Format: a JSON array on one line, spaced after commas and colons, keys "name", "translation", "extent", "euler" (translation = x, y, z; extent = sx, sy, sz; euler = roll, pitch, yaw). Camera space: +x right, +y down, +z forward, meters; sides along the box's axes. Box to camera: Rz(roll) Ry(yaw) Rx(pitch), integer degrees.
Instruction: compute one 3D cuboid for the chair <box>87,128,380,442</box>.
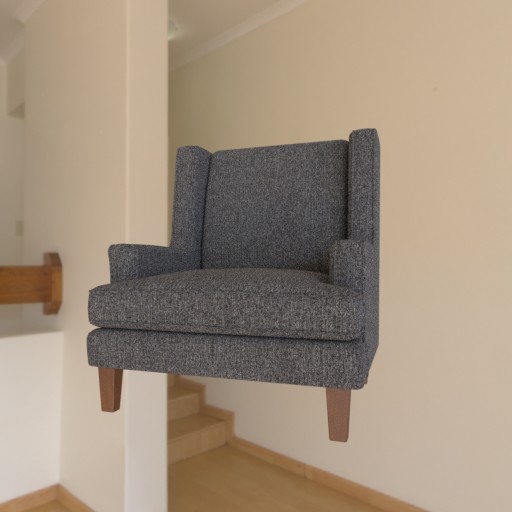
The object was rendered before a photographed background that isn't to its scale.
[{"name": "chair", "translation": [0.000, 0.000, 1.802], "extent": [0.942, 1.082, 0.927], "euler": [0, -1, 19]}]
